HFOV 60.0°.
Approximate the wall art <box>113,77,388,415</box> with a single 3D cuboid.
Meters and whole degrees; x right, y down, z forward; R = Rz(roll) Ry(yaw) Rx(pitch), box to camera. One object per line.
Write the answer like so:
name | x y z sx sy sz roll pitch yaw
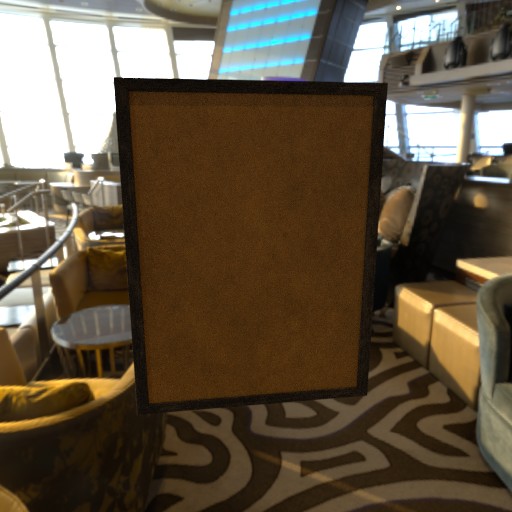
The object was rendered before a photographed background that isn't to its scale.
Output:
wall art | 0.000 0.000 1.437 0.812 1.066 0.029 -2 14 -8
